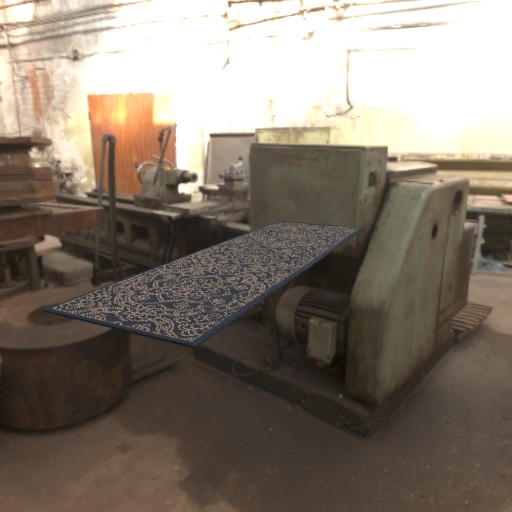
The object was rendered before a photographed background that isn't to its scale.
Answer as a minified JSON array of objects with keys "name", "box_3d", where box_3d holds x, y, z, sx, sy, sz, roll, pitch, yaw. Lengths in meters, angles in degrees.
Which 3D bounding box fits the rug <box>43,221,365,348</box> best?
[{"name":"rug","box_3d":[0.000,0.000,2.736,0.769,0.012,2.448,7,16,26]}]
